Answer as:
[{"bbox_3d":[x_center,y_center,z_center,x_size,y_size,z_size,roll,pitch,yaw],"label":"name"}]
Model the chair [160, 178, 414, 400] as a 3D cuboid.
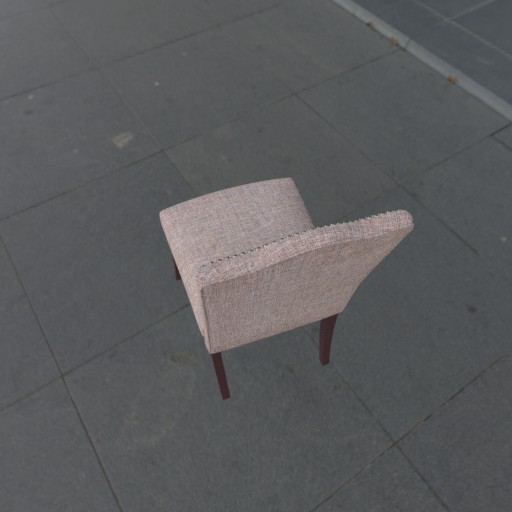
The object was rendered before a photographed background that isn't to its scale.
[{"bbox_3d":[0.000,0.000,1.370,0.513,1.016,0.660,-16,58,-10],"label":"chair"}]
